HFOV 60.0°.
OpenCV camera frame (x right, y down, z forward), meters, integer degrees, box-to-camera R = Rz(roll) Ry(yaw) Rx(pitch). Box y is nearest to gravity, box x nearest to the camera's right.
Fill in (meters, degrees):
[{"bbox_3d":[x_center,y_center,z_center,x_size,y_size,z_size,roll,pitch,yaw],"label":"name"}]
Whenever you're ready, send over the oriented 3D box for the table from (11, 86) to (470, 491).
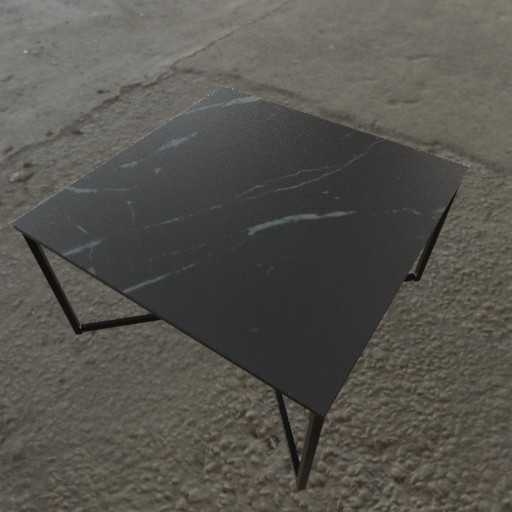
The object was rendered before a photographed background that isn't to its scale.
[{"bbox_3d":[0.000,0.000,1.241,0.800,0.450,0.800,26,52,22],"label":"table"}]
